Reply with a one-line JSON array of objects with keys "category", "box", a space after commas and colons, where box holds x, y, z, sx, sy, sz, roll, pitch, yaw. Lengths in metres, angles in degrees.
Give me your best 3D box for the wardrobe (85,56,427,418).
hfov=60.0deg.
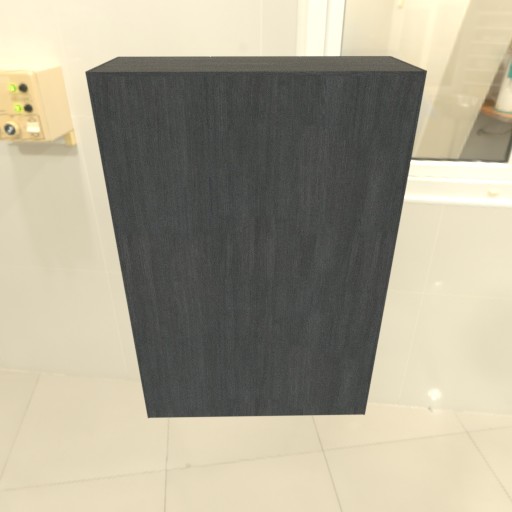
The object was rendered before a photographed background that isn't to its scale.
[{"category": "wardrobe", "box": [0.000, 0.000, 2.373, 1.290, 1.910, 0.510, -1, 30, -1]}]
